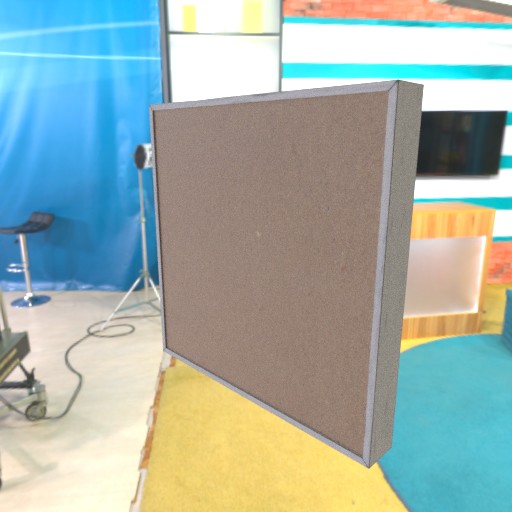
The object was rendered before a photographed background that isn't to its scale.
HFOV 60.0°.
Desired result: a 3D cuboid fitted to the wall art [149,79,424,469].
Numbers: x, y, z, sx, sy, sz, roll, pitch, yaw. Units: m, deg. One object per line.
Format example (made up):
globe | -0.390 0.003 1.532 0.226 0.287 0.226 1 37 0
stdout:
wall art | 0.000 0.000 0.449 0.305 0.305 0.038 14 20 43
